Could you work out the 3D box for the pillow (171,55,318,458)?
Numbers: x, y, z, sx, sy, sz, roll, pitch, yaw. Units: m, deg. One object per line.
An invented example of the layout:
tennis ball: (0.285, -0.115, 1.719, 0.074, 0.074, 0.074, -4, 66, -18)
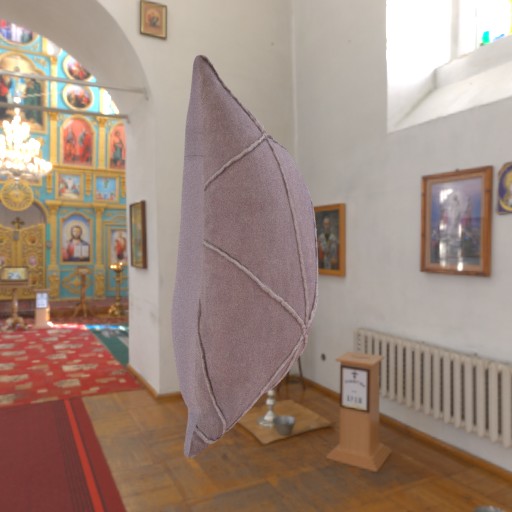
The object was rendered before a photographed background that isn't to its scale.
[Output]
pillow: (0.000, 0.000, 0.681, 0.185, 0.440, 0.439, 0, -1, 17)
